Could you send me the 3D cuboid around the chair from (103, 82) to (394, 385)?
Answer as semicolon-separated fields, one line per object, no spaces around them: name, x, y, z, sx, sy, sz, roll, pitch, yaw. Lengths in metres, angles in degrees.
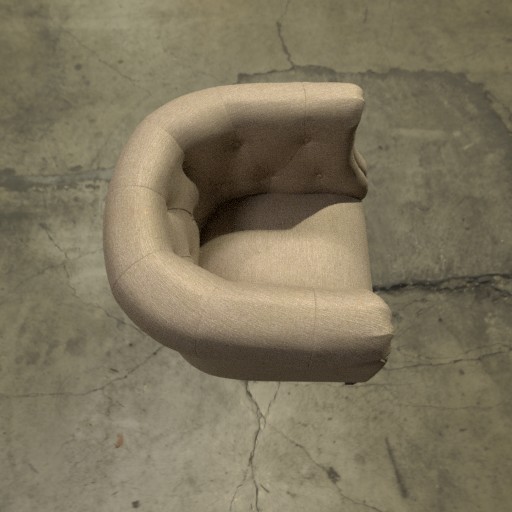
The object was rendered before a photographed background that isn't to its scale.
chair;0.000;0.000;1.546;0.852;0.827;0.905;1;64;0
